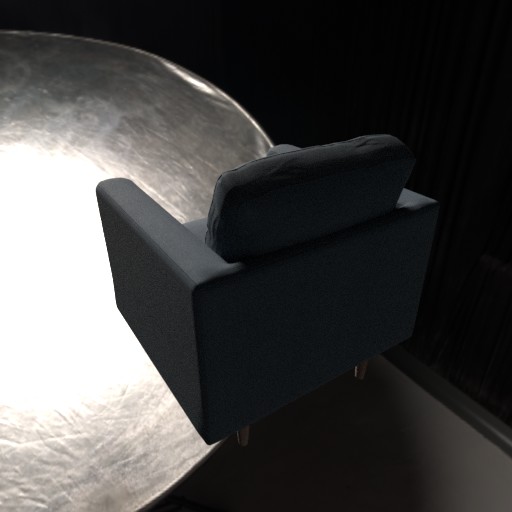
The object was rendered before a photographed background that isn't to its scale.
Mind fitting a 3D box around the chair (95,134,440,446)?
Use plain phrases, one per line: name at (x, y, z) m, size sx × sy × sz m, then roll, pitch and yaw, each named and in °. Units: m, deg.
chair at (0.000, 0.000, 1.563) m, size 0.855 × 0.922 × 0.820 m, roll -18°, pitch 35°, yaw -28°
